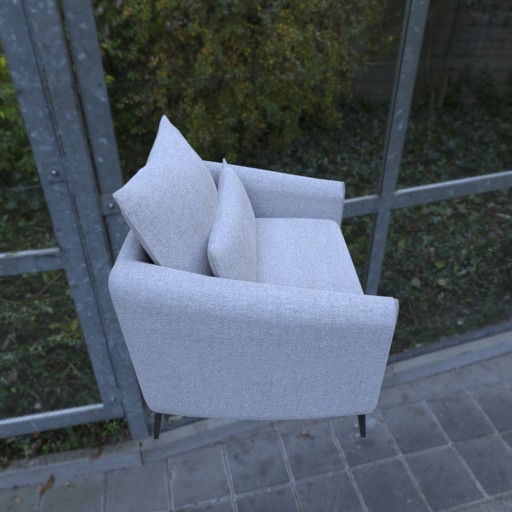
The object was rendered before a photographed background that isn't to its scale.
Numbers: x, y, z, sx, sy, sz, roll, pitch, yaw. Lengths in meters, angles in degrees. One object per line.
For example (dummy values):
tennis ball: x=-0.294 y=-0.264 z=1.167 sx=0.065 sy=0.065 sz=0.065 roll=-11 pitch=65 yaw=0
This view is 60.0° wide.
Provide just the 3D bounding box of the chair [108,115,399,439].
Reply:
chair: x=0.000 y=0.000 z=1.661 sx=0.801 sy=0.856 sz=1.029 roll=0 pitch=32 yaw=0
